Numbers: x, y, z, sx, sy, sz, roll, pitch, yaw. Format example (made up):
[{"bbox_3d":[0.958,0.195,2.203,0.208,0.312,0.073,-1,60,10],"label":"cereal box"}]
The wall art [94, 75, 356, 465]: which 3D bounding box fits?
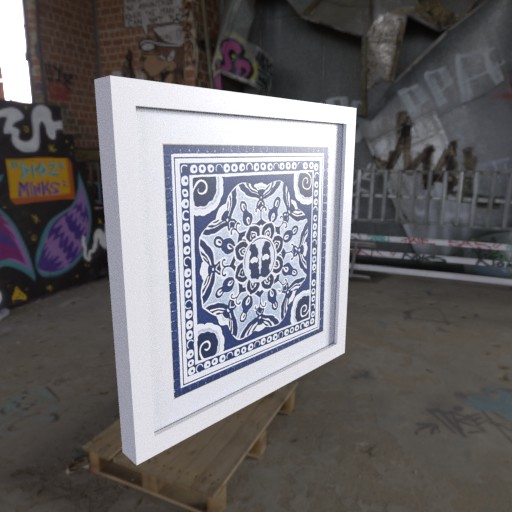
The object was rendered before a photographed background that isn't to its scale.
[{"bbox_3d":[0.000,0.000,0.522,0.027,0.355,0.355,12,18,44],"label":"wall art"}]
